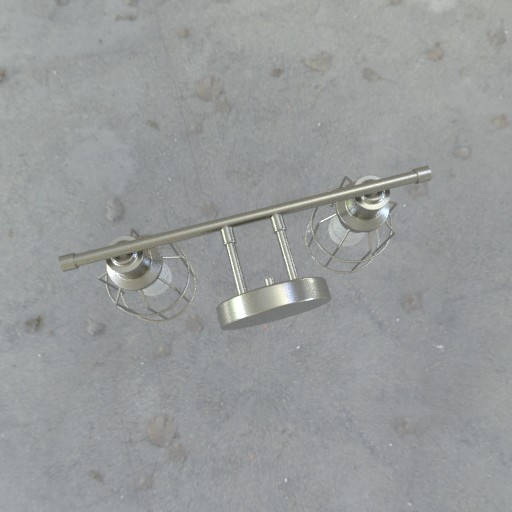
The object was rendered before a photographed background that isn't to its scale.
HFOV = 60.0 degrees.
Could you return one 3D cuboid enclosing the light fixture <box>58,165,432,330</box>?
[{"bbox_3d":[0.000,0.000,0.537,0.406,0.254,0.165,-14,76,-4],"label":"light fixture"}]
